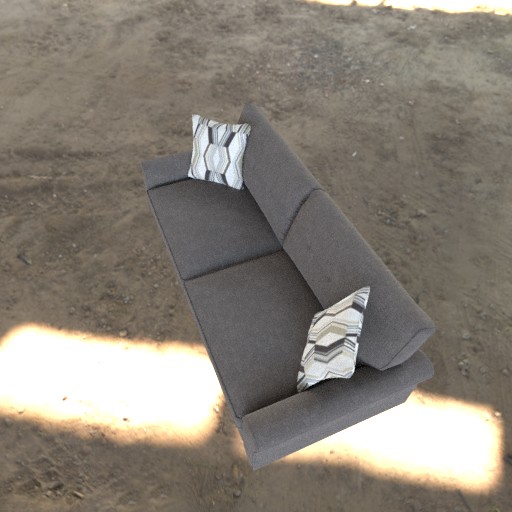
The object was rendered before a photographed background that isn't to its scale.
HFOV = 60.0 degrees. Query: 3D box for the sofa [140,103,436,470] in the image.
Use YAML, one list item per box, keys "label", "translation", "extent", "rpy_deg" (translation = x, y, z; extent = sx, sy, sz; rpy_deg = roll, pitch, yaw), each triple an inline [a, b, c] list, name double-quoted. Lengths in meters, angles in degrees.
- label: "sofa"
  translation: [0.000, 0.000, 2.540]
  extent: [0.889, 0.813, 2.032]
  rpy_deg: [-18, 51, -15]
